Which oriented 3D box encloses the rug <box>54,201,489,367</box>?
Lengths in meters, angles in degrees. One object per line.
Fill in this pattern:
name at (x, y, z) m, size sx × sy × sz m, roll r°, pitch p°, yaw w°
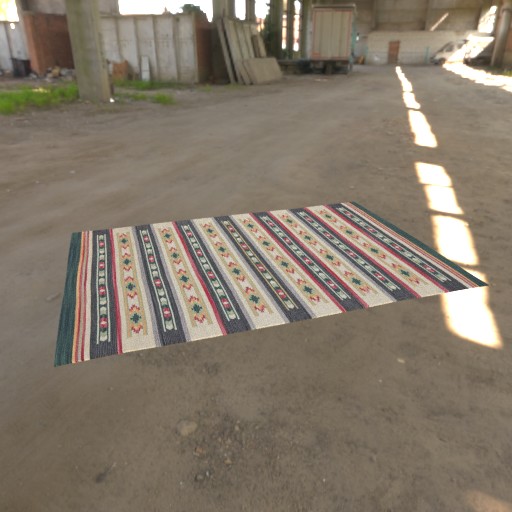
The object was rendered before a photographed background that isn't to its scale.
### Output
rug at (0.000, 0.000, 2.264) m, size 1.825 × 0.009 × 1.221 m, roll -8°, pitch 27°, yaw -16°
